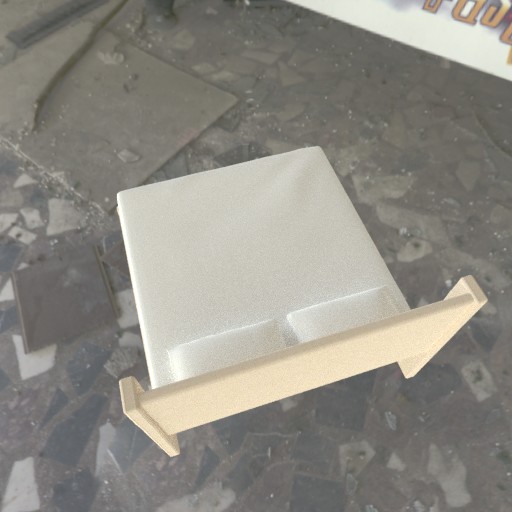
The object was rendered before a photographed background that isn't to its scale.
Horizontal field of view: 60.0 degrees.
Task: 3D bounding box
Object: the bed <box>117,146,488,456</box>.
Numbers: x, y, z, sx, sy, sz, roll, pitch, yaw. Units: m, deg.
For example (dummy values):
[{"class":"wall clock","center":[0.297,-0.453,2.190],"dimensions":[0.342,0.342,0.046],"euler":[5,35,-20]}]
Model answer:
[{"class":"bed","center":[0.000,0.000,3.624],"dimensions":[2.145,1.471,2.293],"euler":[-15,59,-9]}]
